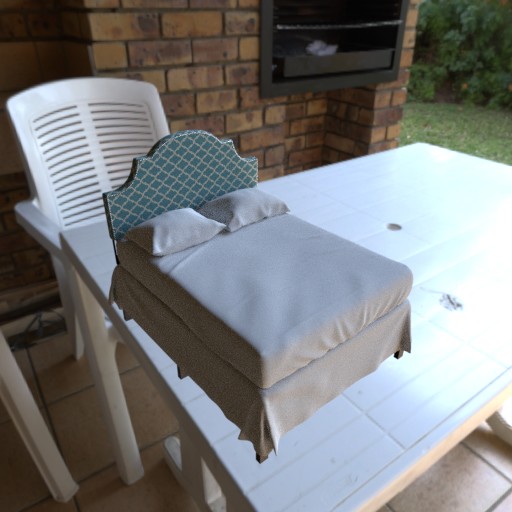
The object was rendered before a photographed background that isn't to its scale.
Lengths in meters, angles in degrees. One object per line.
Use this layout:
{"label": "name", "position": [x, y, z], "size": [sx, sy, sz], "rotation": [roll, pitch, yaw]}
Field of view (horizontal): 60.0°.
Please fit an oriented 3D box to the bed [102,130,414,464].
{"label": "bed", "position": [0.000, 0.000, 3.554], "size": [1.780, 1.633, 2.222], "rotation": [-22, 36, -34]}
